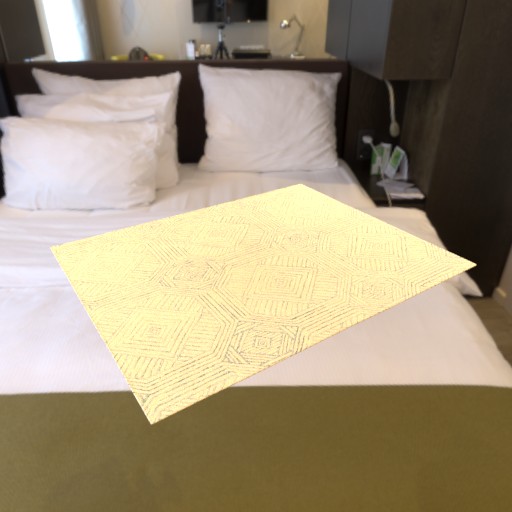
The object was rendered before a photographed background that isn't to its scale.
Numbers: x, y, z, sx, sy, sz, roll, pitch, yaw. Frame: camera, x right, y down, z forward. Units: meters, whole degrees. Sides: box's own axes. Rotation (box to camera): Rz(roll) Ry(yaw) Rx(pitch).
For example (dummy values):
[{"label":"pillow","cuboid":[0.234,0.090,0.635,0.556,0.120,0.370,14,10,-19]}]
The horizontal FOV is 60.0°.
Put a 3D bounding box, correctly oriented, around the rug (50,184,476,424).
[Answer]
[{"label":"rug","cuboid":[0.000,0.000,4.054,3.049,0.015,2.457,-18,34,-29]}]
